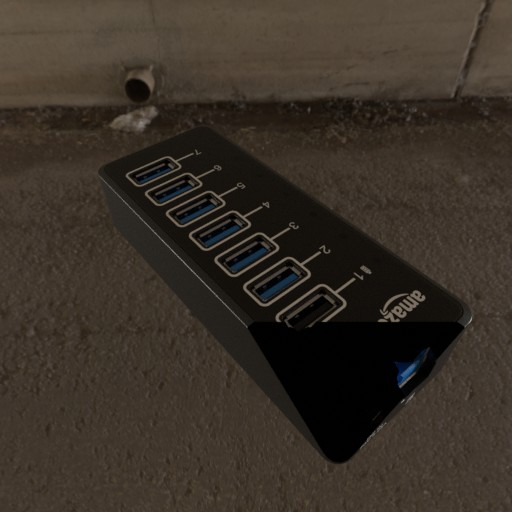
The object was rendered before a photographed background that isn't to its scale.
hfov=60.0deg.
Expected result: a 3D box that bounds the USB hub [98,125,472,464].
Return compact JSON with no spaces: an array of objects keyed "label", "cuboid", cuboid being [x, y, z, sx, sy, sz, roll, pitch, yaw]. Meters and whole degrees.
[{"label":"USB hub","cuboid":[0.000,0.000,0.130,0.044,0.023,0.110,-31,54,-26]}]
